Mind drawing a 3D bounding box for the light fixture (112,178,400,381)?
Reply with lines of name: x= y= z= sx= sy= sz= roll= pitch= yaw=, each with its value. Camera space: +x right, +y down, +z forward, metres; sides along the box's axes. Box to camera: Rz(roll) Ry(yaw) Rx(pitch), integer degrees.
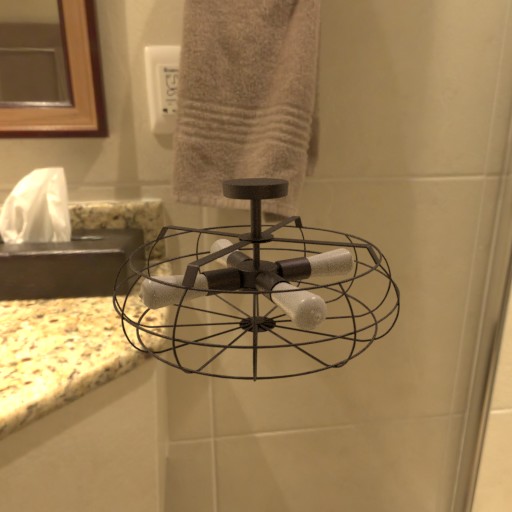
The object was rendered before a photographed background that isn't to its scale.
light fixture: x=0.000 y=0.000 z=0.923 sx=0.582 sy=0.311 sz=0.582 roll=0 pitch=17 yaw=0
